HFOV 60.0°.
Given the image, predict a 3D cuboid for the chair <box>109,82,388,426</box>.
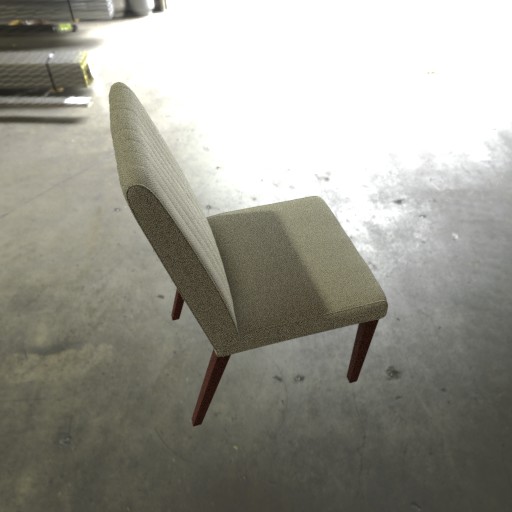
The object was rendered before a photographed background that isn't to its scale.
[{"bbox_3d":[0.000,0.000,1.229,0.594,0.900,0.480,-12,46,-12],"label":"chair"}]
